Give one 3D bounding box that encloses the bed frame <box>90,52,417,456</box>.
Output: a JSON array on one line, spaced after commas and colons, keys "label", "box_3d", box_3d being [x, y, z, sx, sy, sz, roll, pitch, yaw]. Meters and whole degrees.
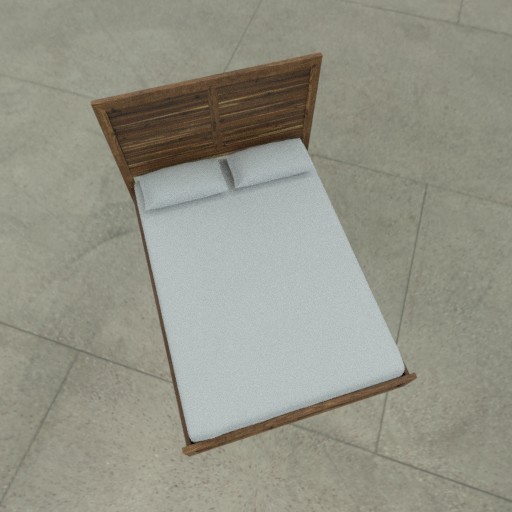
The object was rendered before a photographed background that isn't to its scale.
[{"label": "bed frame", "box_3d": [0.000, 0.000, 3.302, 1.696, 1.417, 2.276, -15, 64, -8]}]
